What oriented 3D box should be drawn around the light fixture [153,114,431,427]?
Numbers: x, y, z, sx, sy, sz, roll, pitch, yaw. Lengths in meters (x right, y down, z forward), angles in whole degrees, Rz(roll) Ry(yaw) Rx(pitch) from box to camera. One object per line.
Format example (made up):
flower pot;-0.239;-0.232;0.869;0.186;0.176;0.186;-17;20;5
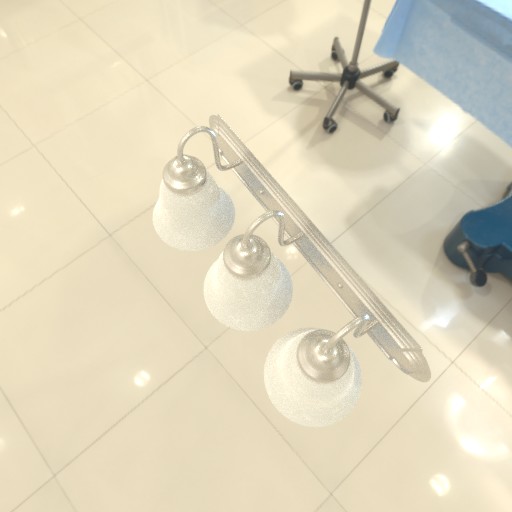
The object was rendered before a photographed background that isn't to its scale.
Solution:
light fixture;0.000;0.000;0.719;0.199;0.222;0.610;-32;68;-15
